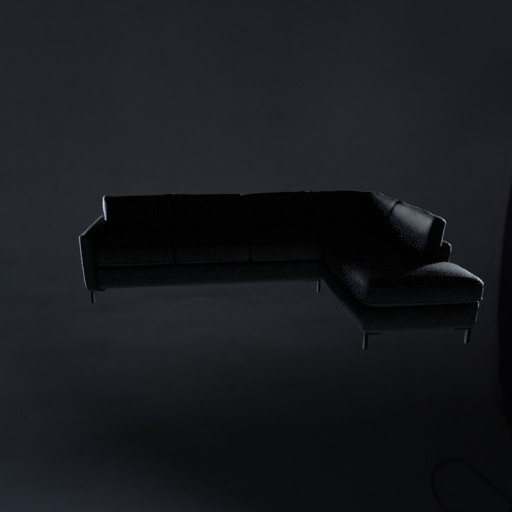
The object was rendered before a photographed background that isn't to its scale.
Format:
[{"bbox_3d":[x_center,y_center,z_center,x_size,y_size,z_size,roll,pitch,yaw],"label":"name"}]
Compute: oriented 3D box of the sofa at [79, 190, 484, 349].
[{"bbox_3d":[0.000,0.000,3.799,2.972,0.858,1.984,-2,17,-6],"label":"sofa"}]
